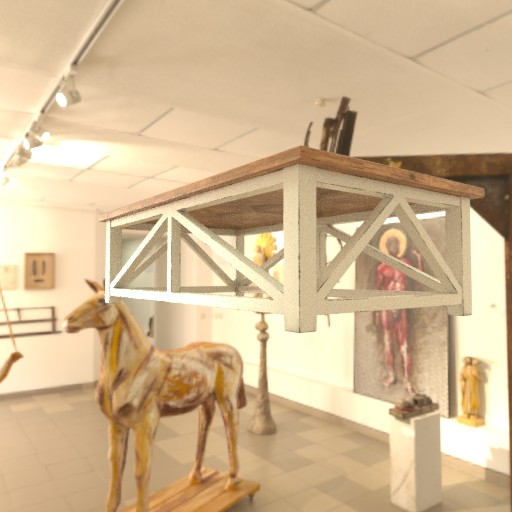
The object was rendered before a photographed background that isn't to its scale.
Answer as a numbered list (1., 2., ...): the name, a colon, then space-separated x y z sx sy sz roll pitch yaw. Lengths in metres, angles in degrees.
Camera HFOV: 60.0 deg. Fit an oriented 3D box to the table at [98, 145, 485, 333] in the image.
1. table: 0.000 0.000 1.746 0.800 0.410 1.400 2 -3 -37
